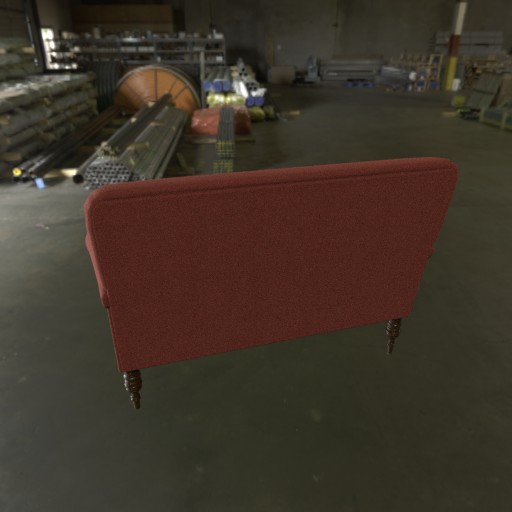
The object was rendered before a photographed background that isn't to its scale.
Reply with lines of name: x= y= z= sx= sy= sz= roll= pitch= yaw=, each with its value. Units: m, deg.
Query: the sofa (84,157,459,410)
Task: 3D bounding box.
sofa: x=0.000 y=0.000 z=1.813 sx=1.297 sy=0.889 sz=0.779 roll=-8 pitch=27 yaw=-16
